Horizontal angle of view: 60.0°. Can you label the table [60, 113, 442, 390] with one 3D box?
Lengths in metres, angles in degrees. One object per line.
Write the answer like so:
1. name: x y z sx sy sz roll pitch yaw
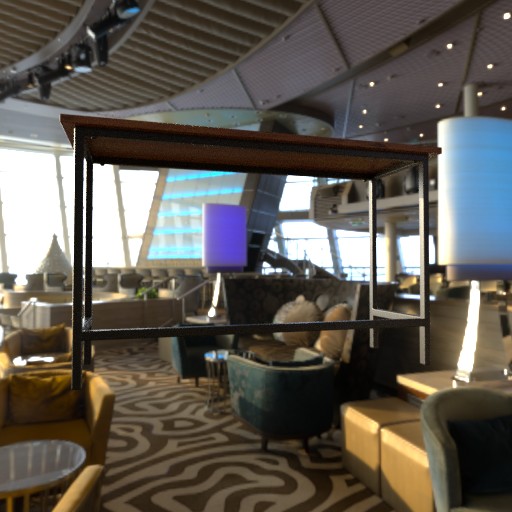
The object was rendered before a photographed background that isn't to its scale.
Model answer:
1. table: 0.000 0.000 1.530 1.204 0.740 0.408 0 -2 -16
